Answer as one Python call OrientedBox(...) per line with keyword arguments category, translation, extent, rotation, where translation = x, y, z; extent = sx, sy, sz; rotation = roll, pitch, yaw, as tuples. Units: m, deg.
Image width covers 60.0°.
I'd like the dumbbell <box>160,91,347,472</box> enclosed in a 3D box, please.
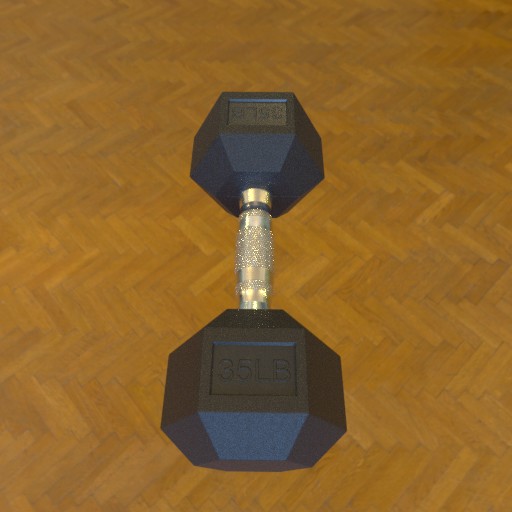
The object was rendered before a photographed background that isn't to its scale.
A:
OrientedBox(category="dumbbell", translation=(0.000, 0.000, 0.413), extent=(0.141, 0.123, 0.356), rotation=(1, 59, 0))
